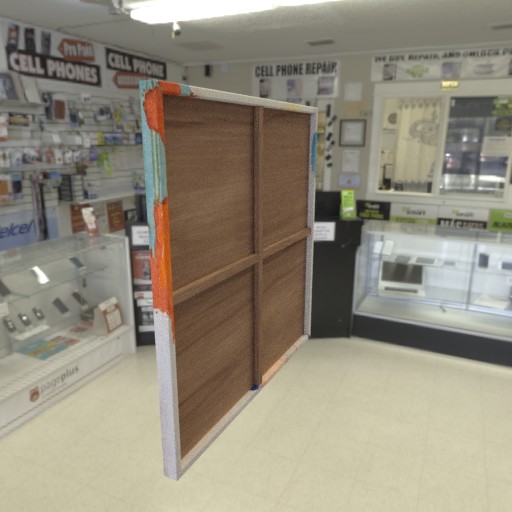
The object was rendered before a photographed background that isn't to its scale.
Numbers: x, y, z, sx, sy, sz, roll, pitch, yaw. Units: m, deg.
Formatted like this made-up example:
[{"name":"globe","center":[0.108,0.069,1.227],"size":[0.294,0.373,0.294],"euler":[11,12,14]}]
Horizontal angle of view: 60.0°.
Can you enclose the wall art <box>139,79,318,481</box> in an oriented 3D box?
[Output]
[{"name":"wall art","center":[0.000,0.000,1.211],"size":[0.037,0.814,0.814],"euler":[8,17,26]}]
